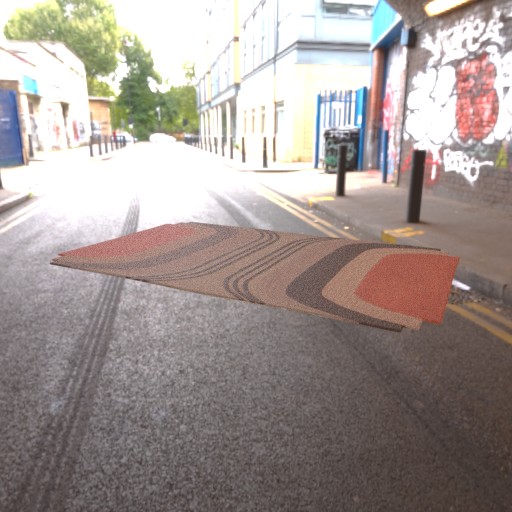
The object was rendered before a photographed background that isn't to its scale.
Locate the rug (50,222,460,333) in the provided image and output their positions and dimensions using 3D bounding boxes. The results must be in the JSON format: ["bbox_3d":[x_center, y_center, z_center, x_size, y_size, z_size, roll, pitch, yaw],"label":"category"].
[{"bbox_3d":[0.000,0.000,2.986,2.446,0.017,1.530,8,17,27],"label":"rug"}]
